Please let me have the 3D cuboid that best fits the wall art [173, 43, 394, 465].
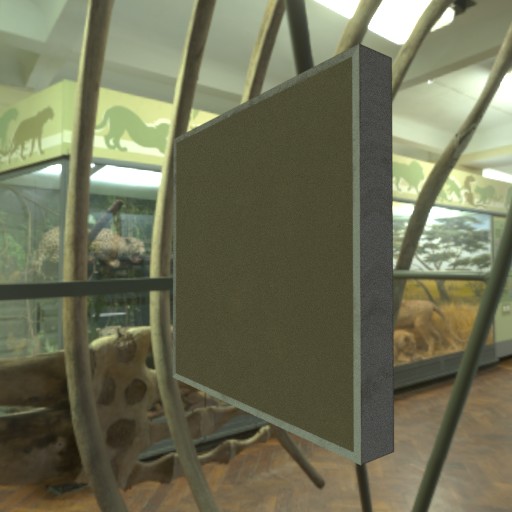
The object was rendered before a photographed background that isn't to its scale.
[{"bbox_3d":[0.000,0.000,0.453,0.038,0.303,0.305,1,-1,-36],"label":"wall art"}]
